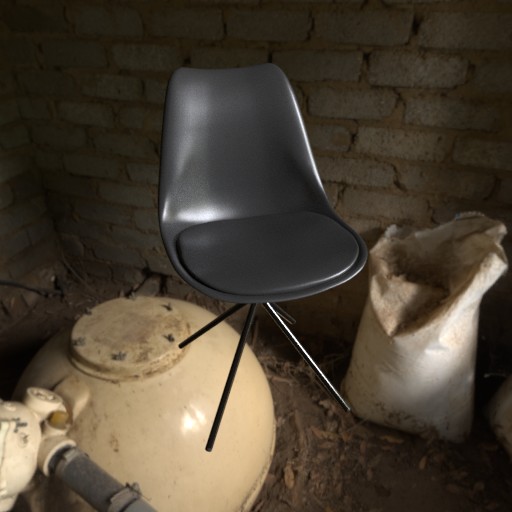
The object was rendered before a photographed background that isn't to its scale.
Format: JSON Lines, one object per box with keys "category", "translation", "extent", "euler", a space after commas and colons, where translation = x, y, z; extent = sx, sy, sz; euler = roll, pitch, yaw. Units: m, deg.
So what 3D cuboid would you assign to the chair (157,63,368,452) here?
{"category": "chair", "translation": [0.000, 0.000, 1.146], "extent": [0.461, 0.850, 0.525], "euler": [-10, 33, -16]}
